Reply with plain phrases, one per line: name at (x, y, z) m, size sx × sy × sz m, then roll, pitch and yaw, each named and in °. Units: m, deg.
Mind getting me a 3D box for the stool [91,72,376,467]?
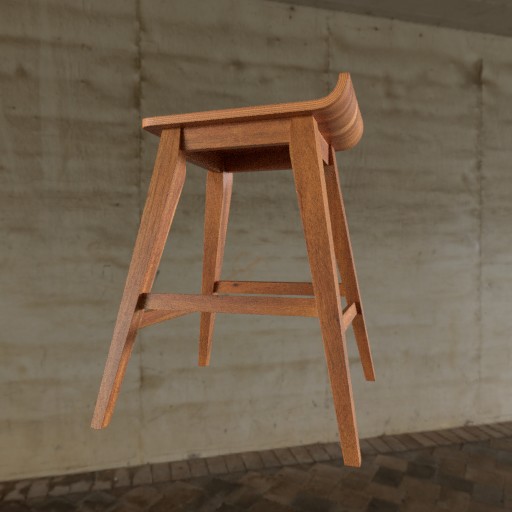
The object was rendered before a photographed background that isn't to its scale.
stool at (0.000, 0.000, 1.000) m, size 0.500 × 0.650 × 0.500 m, roll 0°, pitch 1°, yaw 18°
